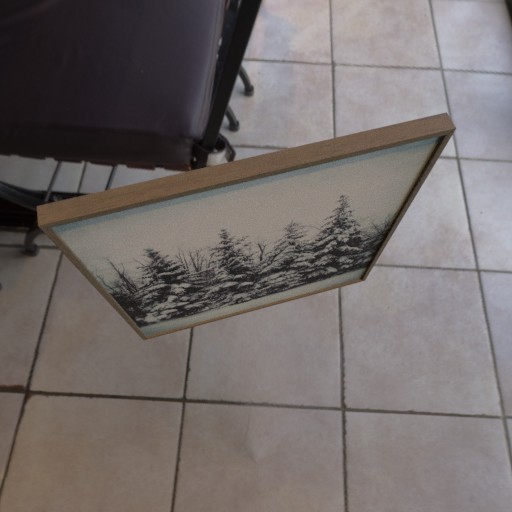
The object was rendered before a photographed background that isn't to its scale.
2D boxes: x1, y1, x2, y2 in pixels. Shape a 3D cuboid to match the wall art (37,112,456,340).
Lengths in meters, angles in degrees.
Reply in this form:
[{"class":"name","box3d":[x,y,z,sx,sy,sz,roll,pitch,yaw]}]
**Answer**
[{"class":"wall art","box3d":[0.000,0.000,1.126,0.758,0.758,0.039,-14,66,-7]}]
